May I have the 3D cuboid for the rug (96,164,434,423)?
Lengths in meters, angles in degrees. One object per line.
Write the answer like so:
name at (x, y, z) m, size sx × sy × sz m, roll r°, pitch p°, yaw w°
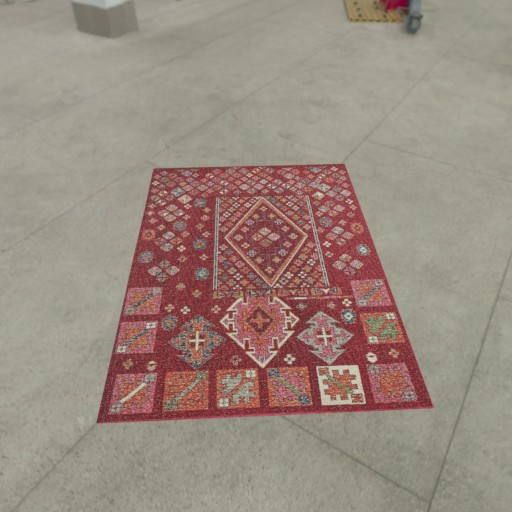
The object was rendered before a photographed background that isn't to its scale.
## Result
rug at (0.000, 0.000, 2.858) m, size 1.579 × 0.007 × 2.184 m, roll -2°, pitch 43°, yaw -2°
